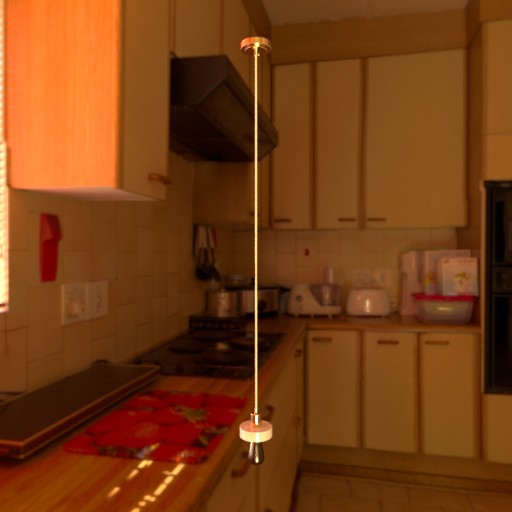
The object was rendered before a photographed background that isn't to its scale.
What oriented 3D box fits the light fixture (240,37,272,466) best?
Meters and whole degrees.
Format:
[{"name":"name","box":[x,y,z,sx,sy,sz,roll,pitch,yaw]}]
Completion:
[{"name":"light fixture","box":[0.000,0.000,1.754,0.129,1.669,0.129,0,1,-17]}]
